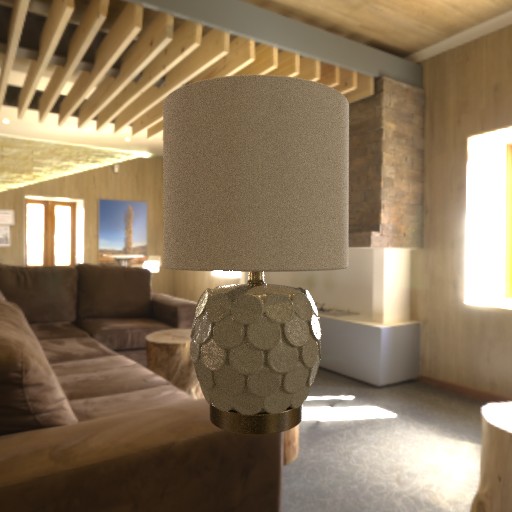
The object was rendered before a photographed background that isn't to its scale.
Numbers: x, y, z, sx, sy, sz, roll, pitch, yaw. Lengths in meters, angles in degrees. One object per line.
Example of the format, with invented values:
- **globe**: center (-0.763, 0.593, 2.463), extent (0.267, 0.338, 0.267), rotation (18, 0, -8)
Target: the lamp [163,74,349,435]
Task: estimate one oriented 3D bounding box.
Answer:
- **lamp**: center (0.000, 0.000, 0.623), extent (0.254, 0.452, 0.254), rotation (0, 1, 0)
